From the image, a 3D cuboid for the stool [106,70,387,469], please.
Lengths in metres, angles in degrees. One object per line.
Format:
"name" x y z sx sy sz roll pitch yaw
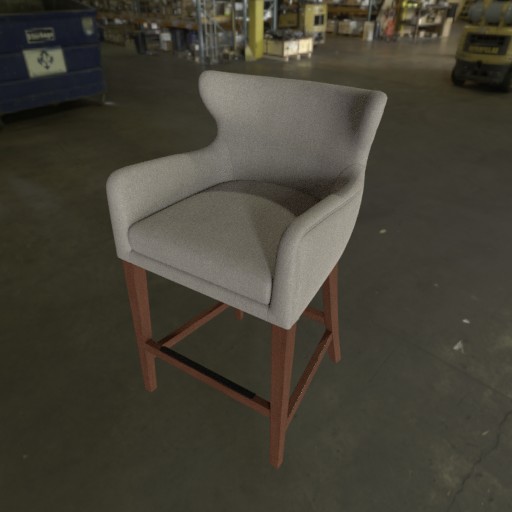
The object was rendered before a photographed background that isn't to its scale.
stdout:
"stool" 0.000 0.000 1.327 0.575 0.951 0.575 19 37 28
